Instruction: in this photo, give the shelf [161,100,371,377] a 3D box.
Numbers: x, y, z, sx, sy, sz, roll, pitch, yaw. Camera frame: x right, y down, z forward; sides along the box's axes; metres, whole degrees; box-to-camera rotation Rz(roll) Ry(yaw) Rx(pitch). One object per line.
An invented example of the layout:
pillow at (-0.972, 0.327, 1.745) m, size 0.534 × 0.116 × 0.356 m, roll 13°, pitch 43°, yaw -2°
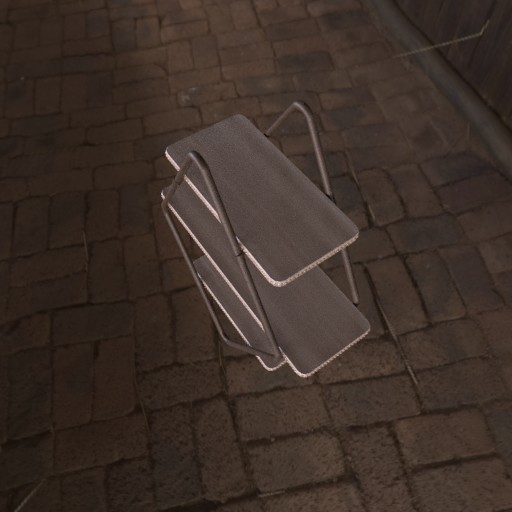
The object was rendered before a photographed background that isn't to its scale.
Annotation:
shelf at (0.000, 0.000, 1.065) m, size 0.234 × 0.774 × 0.609 m, roll -31°, pitch 63°, yaw -18°
